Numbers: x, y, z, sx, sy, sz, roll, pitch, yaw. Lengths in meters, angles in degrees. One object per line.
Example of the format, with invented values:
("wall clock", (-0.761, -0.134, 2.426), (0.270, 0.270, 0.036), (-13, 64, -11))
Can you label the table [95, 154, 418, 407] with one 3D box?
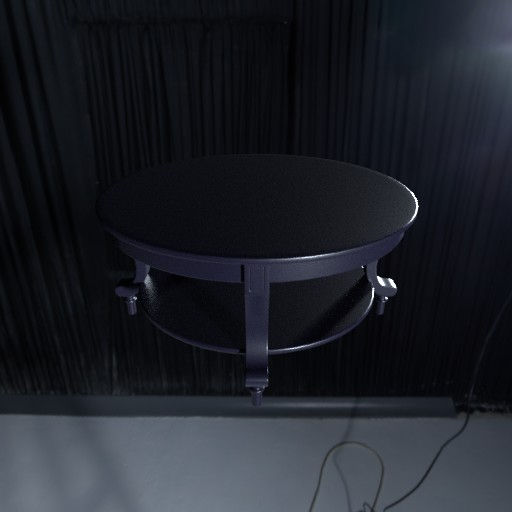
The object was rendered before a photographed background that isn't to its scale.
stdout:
("table", (0.000, 0.000, 1.586), (1.029, 0.491, 1.029), (0, 26, 0))
